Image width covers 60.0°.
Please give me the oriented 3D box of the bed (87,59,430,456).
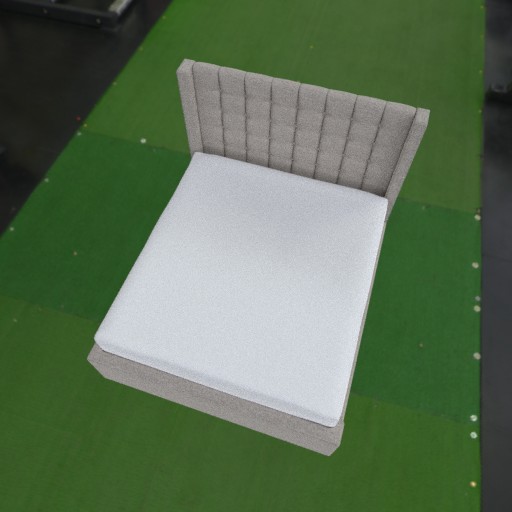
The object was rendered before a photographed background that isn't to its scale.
[{"bbox_3d":[0.000,0.000,3.709,2.044,1.748,2.372,16,59,10],"label":"bed"}]
